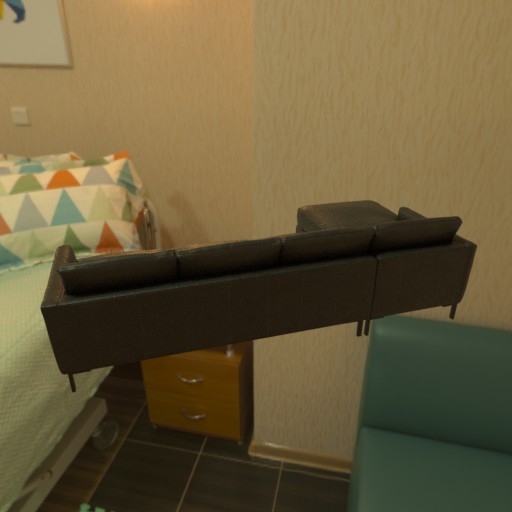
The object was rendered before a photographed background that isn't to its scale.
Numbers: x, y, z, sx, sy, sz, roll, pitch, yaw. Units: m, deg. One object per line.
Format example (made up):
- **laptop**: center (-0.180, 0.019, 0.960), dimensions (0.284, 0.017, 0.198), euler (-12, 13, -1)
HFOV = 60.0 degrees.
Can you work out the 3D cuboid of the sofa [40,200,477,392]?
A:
- **sofa**: center (0.000, 0.000, 3.601), dimensions (2.993, 0.859, 1.471), euler (-7, 27, -15)
